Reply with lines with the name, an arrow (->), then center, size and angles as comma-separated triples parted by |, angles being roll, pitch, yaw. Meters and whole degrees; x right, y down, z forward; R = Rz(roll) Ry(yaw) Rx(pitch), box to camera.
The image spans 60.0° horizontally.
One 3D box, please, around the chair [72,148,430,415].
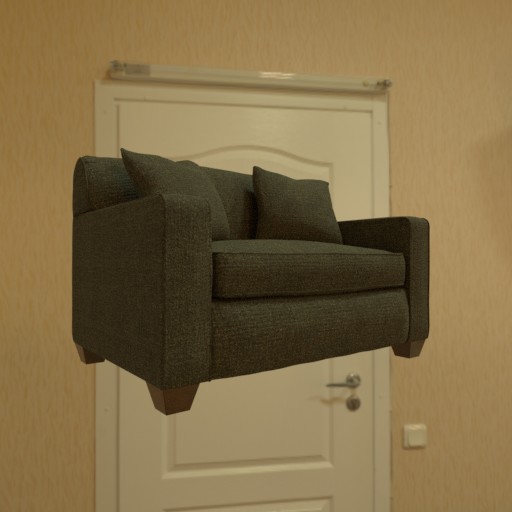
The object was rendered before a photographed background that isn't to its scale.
chair -> 0.000, 0.000, 2.045 | 1.383, 0.948, 1.000 | 0, 0, -37
